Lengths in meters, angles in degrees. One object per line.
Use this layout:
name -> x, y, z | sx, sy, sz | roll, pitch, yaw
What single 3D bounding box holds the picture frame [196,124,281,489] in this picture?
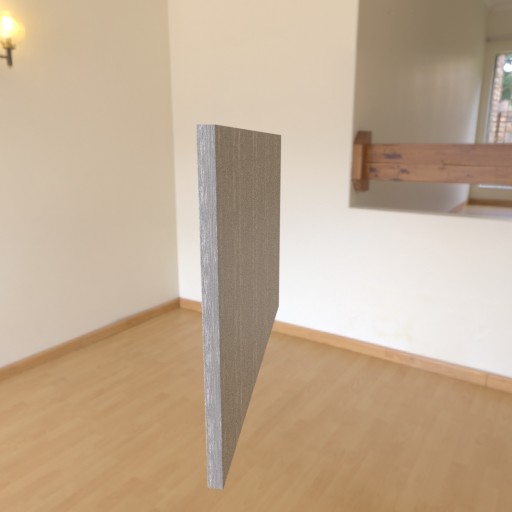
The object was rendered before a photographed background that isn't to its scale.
picture frame -> 0.000, 0.000, 1.188 | 0.029, 0.640, 0.950 | 2, 15, 9
